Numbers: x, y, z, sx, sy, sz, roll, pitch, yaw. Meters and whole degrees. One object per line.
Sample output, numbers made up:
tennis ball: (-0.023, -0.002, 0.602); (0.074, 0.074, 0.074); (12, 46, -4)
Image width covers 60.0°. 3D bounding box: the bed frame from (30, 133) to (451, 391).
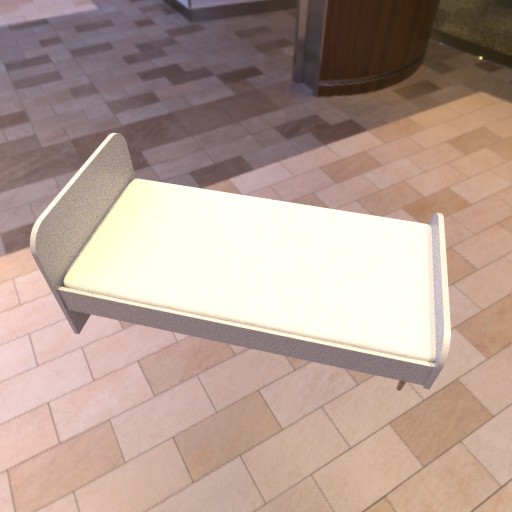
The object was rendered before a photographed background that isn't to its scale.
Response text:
bed frame: (0.000, 0.000, 2.494); (1.963, 0.805, 0.998); (10, 48, 9)
